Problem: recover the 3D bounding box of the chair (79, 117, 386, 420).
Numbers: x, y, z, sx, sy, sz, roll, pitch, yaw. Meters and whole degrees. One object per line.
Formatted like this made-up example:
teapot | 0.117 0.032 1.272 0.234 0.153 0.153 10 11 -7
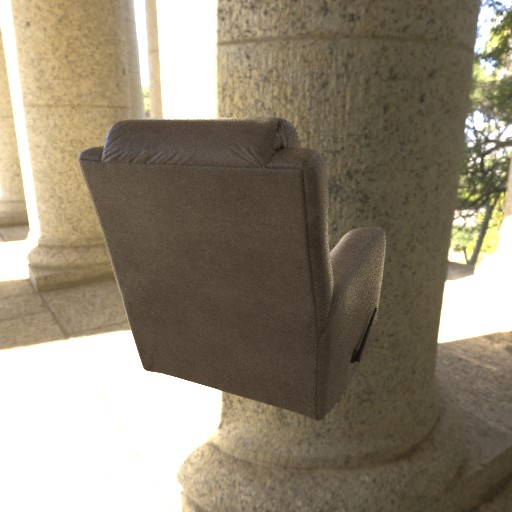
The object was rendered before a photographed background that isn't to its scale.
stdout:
chair | 0.000 0.000 1.914 0.967 1.116 1.068 8 17 25
